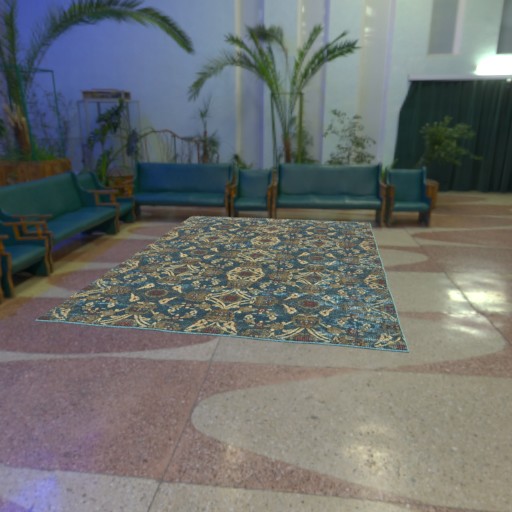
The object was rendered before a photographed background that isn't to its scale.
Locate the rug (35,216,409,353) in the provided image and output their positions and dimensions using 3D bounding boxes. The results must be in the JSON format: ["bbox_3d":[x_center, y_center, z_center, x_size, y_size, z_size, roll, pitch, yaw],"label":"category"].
[{"bbox_3d":[0.000,0.000,2.839,1.567,0.014,2.207,3,17,10],"label":"rug"}]
